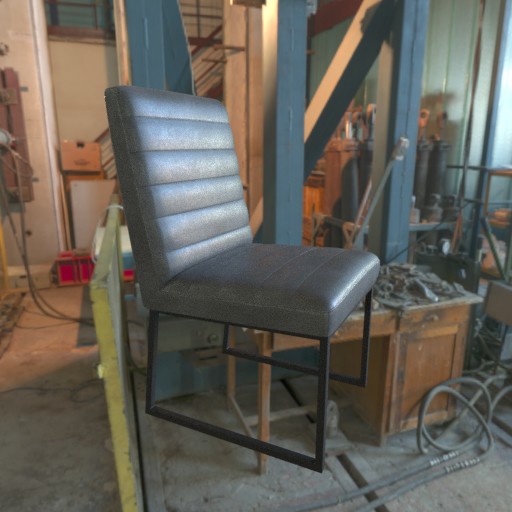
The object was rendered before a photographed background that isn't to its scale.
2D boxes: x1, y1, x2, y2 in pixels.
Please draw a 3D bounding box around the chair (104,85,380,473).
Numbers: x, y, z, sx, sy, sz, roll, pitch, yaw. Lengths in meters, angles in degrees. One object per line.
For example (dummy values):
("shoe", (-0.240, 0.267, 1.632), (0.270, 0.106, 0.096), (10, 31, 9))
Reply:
("chair", (0.000, 0.000, 1.304), (0.634, 0.930, 0.520), (7, 16, 26))
